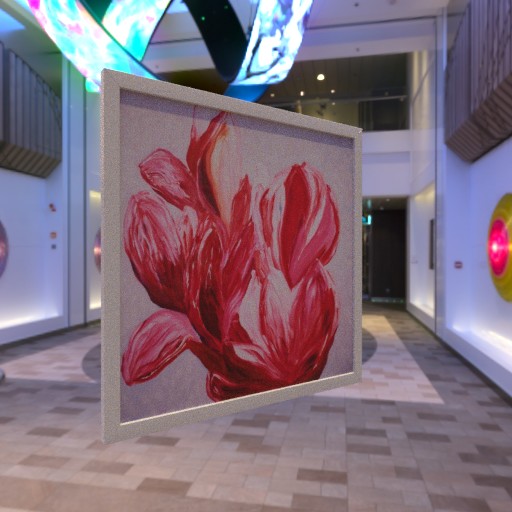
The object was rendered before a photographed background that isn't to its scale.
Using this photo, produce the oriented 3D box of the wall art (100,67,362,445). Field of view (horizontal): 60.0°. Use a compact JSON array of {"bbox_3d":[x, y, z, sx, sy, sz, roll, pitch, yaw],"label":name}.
[{"bbox_3d":[0.000,0.000,0.974,0.664,0.661,0.020,0,0,-35],"label":"wall art"}]
